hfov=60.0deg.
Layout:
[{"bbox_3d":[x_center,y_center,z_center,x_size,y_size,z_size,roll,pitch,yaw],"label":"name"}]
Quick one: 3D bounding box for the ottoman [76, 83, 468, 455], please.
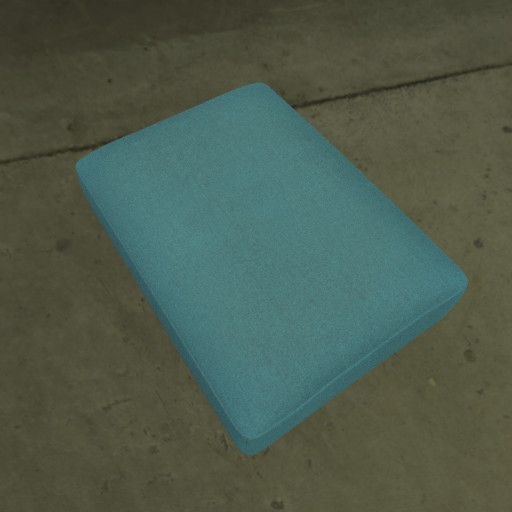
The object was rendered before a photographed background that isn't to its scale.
[{"bbox_3d":[0.000,0.000,1.071,0.549,0.428,0.749,-30,63,-17],"label":"ottoman"}]
